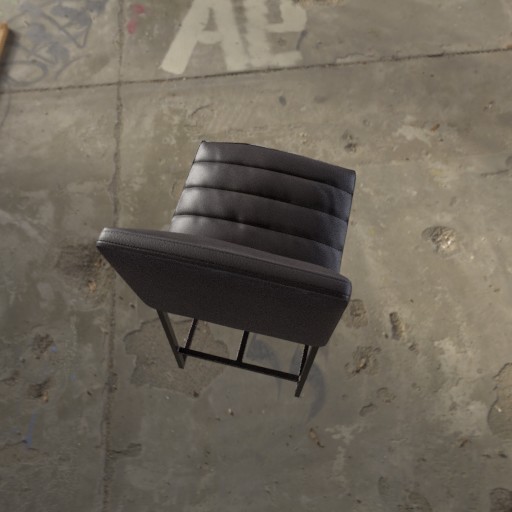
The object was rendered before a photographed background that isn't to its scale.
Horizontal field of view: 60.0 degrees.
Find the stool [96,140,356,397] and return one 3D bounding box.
[{"bbox_3d":[0.000,0.000,1.256,0.463,0.946,0.562,12,64,6],"label":"stool"}]
